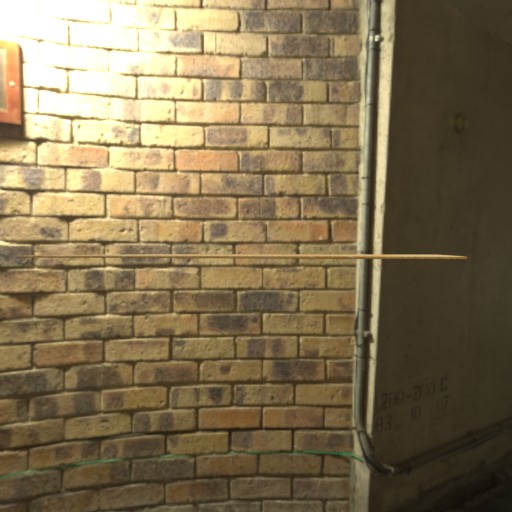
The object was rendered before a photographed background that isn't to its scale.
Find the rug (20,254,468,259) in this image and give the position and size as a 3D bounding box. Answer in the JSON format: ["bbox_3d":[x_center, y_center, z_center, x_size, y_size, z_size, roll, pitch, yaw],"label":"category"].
[{"bbox_3d":[0.000,0.000,2.277,1.829,0.010,1.213,0,1,18],"label":"rug"}]
